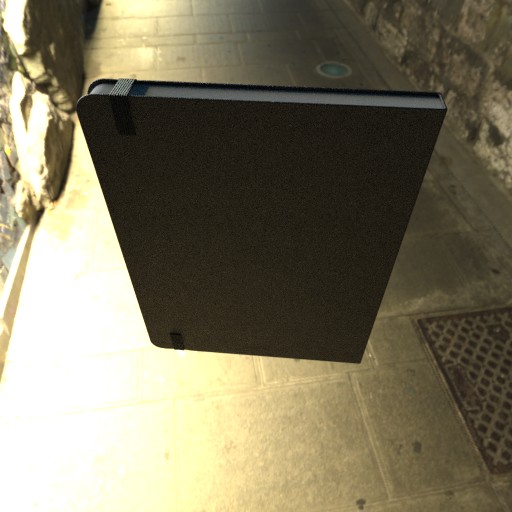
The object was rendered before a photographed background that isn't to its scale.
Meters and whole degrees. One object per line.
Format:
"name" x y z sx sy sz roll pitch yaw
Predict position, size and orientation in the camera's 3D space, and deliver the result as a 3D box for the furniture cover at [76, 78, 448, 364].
"furniture cover" 0.000 0.000 0.362 0.216 0.281 0.023 4 47 3
